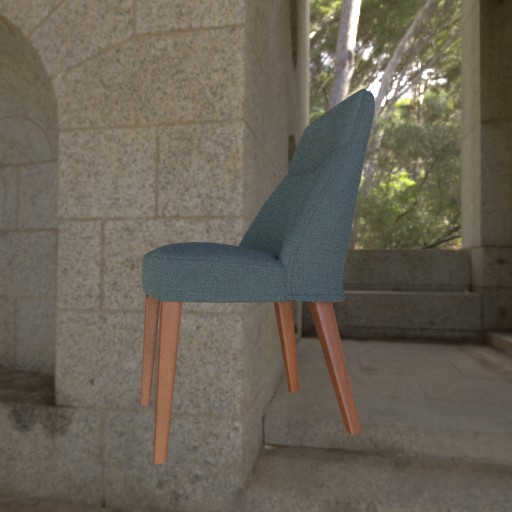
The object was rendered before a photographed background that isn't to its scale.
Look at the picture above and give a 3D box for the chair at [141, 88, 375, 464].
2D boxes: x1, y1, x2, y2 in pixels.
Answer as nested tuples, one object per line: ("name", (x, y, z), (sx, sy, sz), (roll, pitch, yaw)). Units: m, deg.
("chair", (0.000, 0.000, 1.291), (0.620, 0.930, 0.500), (0, -1, -18))
